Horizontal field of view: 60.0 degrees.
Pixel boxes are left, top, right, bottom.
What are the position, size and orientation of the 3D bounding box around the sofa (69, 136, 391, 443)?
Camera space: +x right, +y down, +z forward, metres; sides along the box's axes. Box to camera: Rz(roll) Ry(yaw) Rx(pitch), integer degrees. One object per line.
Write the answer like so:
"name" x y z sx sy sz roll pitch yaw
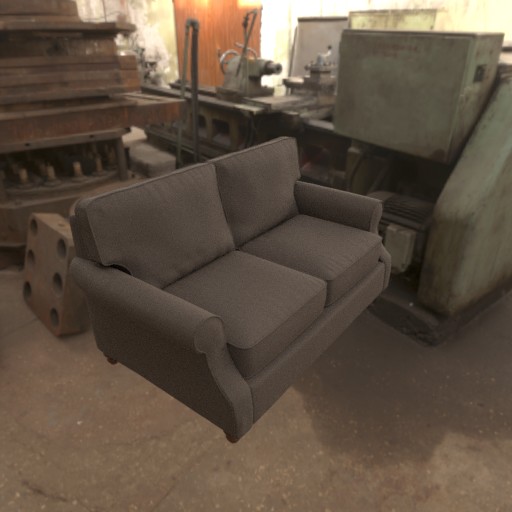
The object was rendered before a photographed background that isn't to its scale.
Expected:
"sofa" 0.000 0.000 2.341 0.964 0.937 1.665 19 33 33
